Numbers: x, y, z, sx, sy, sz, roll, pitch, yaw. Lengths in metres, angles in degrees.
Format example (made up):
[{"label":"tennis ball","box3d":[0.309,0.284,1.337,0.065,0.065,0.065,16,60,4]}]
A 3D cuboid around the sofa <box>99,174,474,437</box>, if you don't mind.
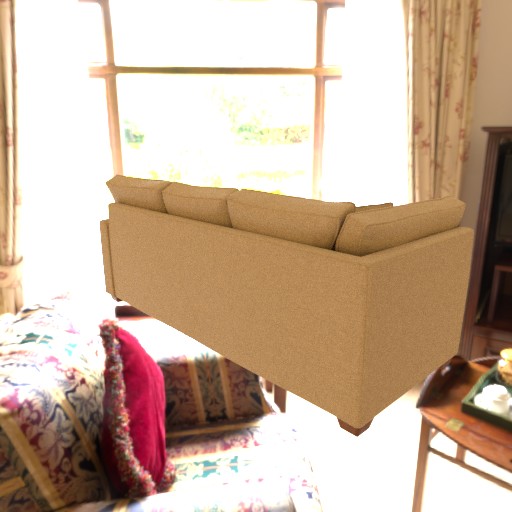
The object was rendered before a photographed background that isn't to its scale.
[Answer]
[{"label":"sofa","box3d":[0.000,0.000,2.849,1.061,0.962,2.317,-14,20,-41]}]
